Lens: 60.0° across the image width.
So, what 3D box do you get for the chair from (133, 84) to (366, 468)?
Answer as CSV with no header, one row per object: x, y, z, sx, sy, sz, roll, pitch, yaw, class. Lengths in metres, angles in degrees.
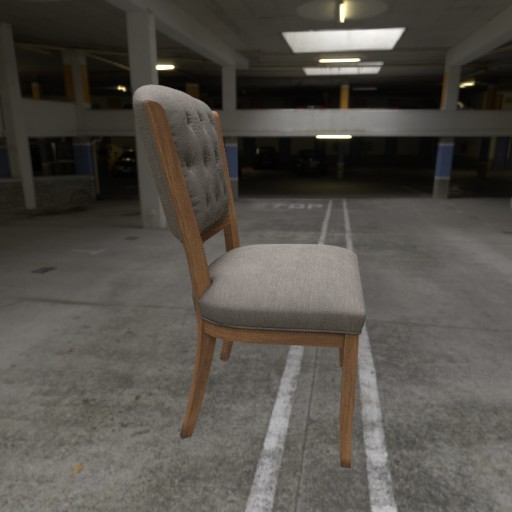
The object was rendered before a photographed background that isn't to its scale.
0.000,0.000,1.248,0.584,0.905,0.513,3,16,10,chair
